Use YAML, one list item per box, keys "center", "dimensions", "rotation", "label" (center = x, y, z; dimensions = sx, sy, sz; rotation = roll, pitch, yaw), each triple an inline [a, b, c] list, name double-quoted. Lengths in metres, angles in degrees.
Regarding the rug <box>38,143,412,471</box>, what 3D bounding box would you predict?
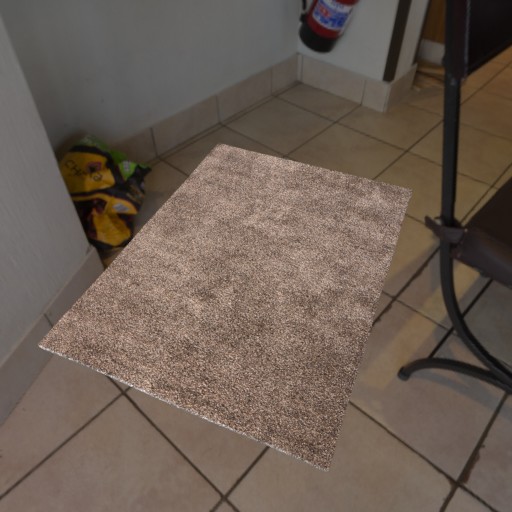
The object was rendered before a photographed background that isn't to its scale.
- center: [0.000, 0.000, 2.109]
  dimensions: [1.198, 0.025, 1.601]
  rotation: [17, 49, 16]
  label: "rug"
